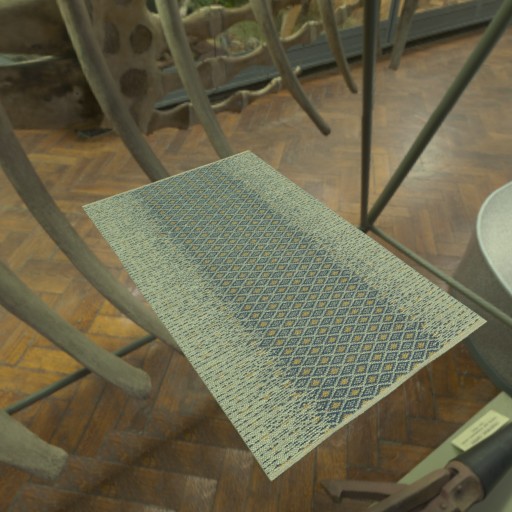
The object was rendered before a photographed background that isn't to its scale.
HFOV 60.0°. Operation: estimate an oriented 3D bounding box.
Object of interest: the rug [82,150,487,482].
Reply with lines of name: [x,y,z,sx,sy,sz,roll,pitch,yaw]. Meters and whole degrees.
rug: [0.000,0.000,2.966,1.541,0.008,2.448,-25,48,-25]
